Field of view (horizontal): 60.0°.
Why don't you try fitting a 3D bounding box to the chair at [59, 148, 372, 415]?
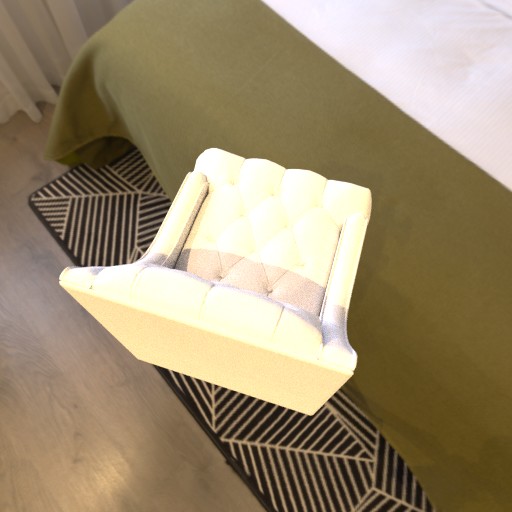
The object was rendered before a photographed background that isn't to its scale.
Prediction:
[{"bbox_3d":[0.000,0.000,1.425,0.658,0.891,0.772,16,65,8],"label":"chair"}]
